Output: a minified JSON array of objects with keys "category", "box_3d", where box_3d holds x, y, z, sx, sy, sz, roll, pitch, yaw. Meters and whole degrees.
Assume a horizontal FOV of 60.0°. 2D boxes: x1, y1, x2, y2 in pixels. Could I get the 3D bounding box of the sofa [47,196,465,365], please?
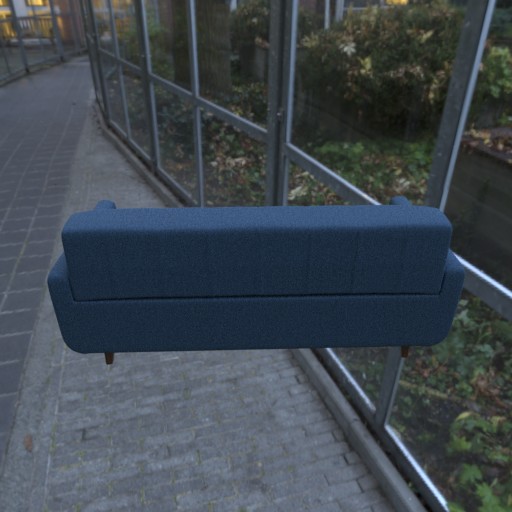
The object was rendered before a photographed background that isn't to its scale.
[{"category":"sofa","box_3d":[0.000,0.000,2.624,2.055,0.884,0.942,-1,31,-2]}]
